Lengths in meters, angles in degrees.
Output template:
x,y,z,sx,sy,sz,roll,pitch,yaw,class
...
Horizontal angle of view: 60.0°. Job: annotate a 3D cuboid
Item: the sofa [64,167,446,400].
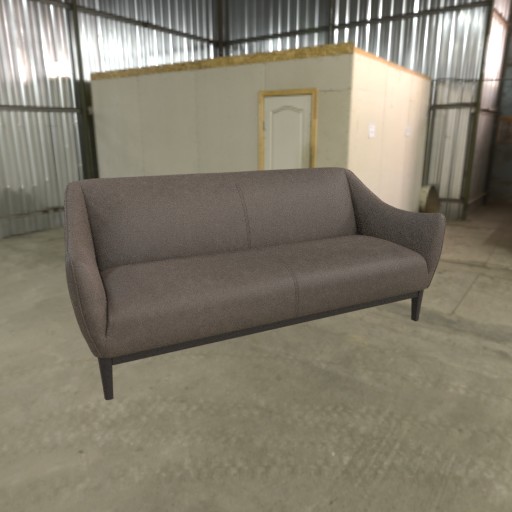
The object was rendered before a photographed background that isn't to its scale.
x,y,z,sx,sy,sz,roll,pitch,yaw,class
0.000,0.000,2.404,1.928,0.831,0.869,-8,18,-25,sofa
